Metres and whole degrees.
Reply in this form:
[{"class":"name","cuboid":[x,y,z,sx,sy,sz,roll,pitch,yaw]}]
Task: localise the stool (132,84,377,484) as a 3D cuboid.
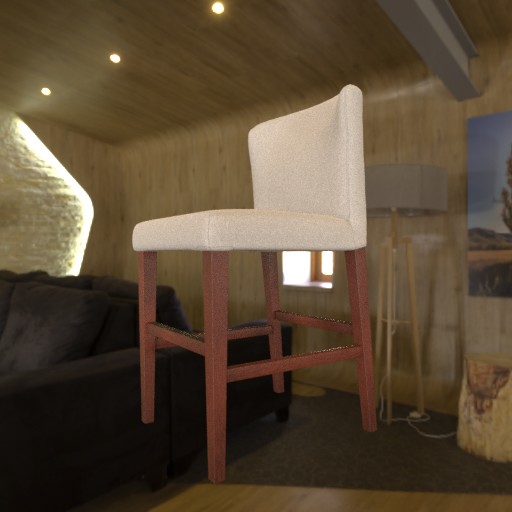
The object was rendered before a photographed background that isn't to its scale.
[{"class":"stool","cuboid":[0.000,0.000,1.263,0.568,0.968,0.479,0,0,-35]}]
